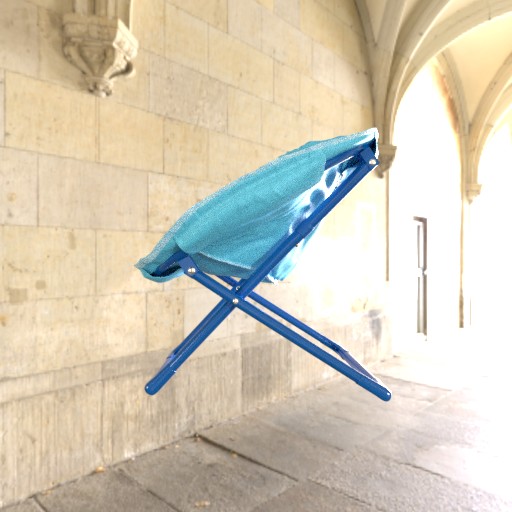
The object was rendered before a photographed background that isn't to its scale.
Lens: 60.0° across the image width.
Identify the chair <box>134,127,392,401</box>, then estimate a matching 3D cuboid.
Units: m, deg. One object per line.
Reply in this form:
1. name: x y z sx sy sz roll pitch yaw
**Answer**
1. chair: 0.000 0.000 0.893 0.465 0.478 0.520 0 0 -1
